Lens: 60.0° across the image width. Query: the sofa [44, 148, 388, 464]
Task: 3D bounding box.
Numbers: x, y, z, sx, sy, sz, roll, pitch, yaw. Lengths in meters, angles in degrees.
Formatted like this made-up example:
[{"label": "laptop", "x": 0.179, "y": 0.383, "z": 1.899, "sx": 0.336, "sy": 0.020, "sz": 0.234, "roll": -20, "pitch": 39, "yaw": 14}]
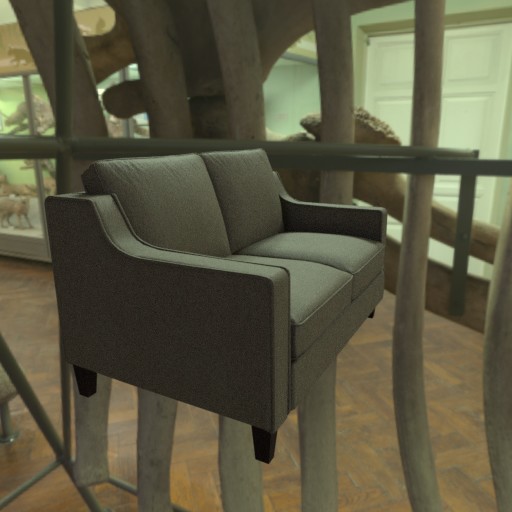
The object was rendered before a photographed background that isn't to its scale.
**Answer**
[{"label": "sofa", "x": 0.000, "y": 0.000, "z": 2.135, "sx": 0.985, "sy": 0.981, "sz": 1.503, "roll": 8, "pitch": 17, "yaw": 27}]
